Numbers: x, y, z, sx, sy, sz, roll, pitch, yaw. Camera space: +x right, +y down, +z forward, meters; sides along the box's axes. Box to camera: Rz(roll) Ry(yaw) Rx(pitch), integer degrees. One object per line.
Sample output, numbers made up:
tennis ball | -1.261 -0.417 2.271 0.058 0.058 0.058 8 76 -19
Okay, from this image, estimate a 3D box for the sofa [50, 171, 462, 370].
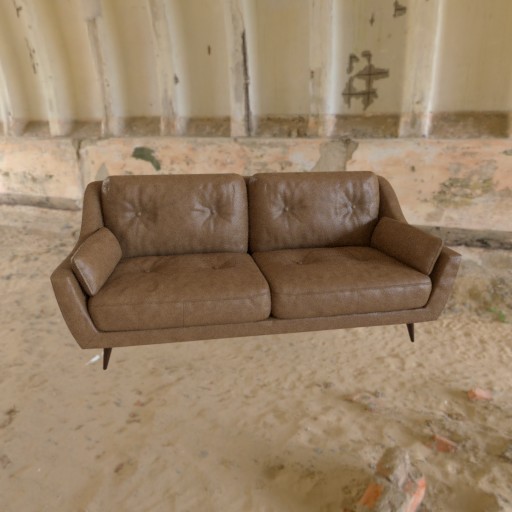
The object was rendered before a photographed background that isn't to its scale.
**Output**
sofa | 0.000 0.000 2.426 1.902 0.839 0.904 -3 17 -10
